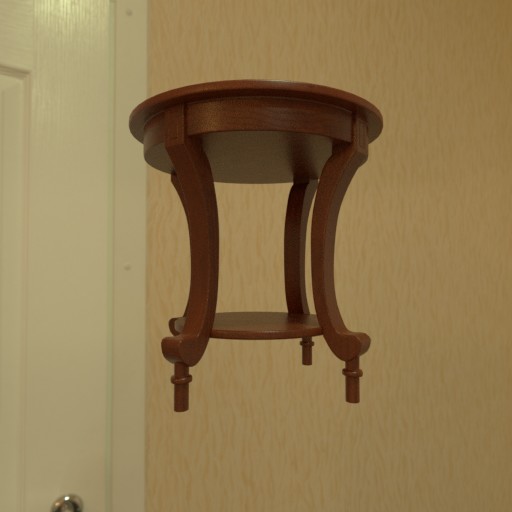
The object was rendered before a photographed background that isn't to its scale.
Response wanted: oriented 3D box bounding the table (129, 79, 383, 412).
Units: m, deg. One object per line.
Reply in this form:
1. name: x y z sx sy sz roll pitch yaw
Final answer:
1. table: 0.000 0.000 1.074 0.597 0.612 0.597 0 -1 0
